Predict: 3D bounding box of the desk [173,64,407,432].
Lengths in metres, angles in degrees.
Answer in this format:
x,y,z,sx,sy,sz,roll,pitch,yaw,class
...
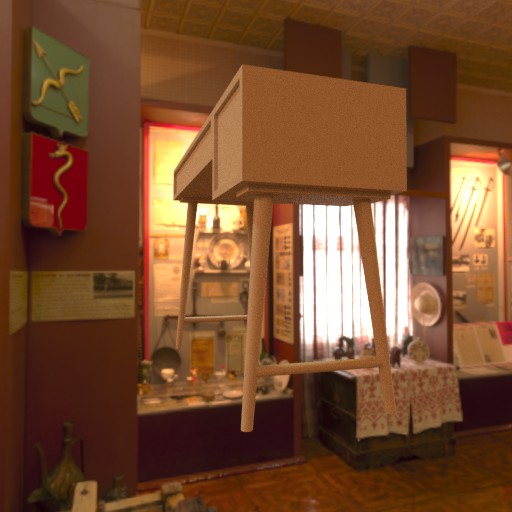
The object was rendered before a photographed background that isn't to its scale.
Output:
x,y,z,sx,sy,sz,roll,pitch,yaw,class
0.000,0.000,1.474,0.409,0.761,1.069,0,-1,-18,desk
